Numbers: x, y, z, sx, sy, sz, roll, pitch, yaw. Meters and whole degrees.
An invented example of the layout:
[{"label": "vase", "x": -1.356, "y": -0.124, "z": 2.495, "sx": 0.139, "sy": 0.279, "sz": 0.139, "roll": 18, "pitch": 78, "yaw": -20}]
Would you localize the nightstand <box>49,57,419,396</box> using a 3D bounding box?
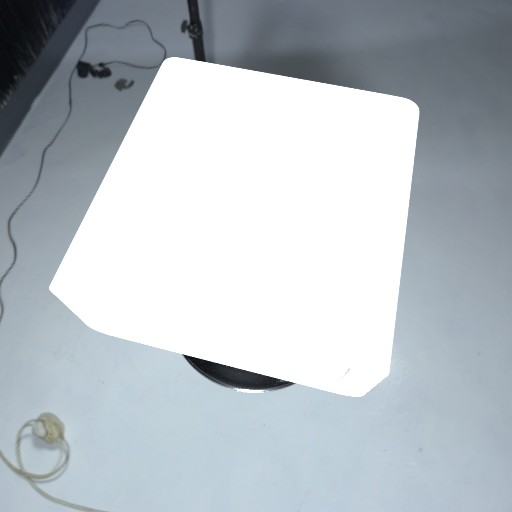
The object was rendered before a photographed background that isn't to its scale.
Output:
[{"label": "nightstand", "x": 0.000, "y": 0.000, "z": 0.765, "sx": 0.399, "sy": 0.447, "sz": 0.404, "roll": 13, "pitch": 64, "yaw": 6}]
